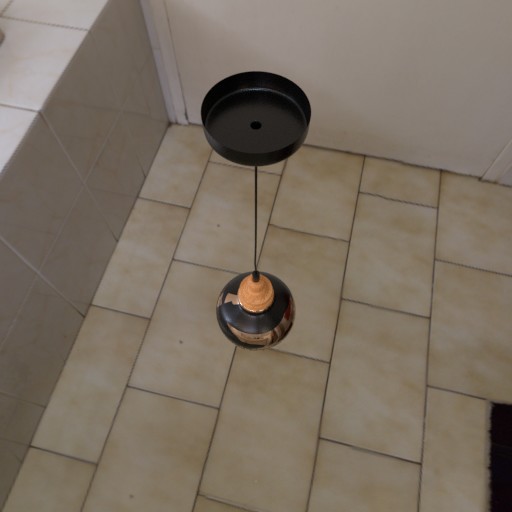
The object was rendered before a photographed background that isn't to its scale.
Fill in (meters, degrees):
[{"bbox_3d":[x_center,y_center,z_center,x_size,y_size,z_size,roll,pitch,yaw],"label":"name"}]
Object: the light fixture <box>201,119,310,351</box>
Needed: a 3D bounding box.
[{"bbox_3d":[0.000,0.000,1.820,0.430,1.606,0.430,14,64,7],"label":"light fixture"}]
